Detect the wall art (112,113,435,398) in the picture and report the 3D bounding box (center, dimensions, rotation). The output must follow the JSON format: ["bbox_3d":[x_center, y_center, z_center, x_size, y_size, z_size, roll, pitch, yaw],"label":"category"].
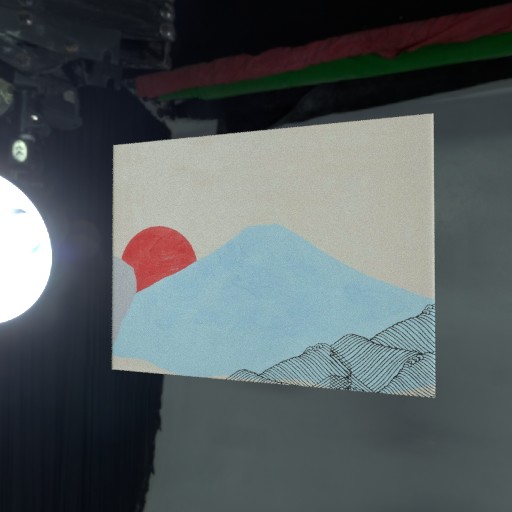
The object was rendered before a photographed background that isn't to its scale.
[{"bbox_3d":[0.000,0.000,1.633,1.219,0.912,0.042,0,-1,18],"label":"wall art"}]
